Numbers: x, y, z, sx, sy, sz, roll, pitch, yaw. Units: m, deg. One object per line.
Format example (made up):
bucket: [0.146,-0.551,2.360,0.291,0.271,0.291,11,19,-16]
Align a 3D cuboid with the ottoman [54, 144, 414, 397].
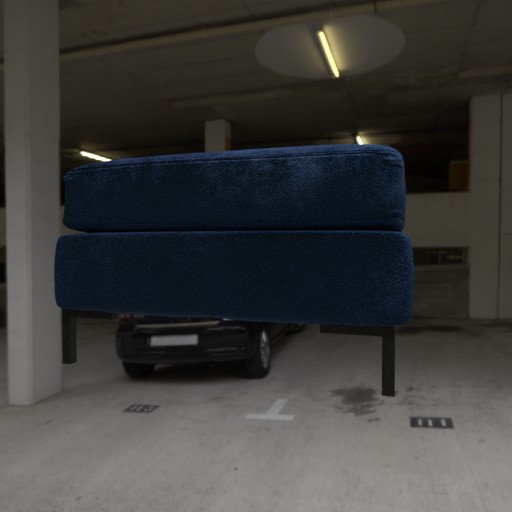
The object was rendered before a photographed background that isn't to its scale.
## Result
ottoman: [0.000,0.000,1.194,0.794,0.485,0.655,0,2,18]
